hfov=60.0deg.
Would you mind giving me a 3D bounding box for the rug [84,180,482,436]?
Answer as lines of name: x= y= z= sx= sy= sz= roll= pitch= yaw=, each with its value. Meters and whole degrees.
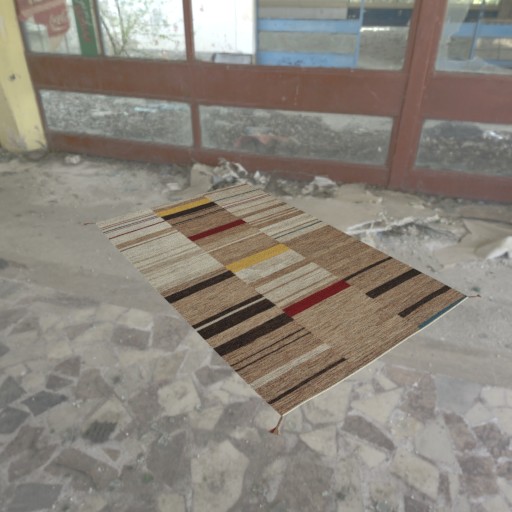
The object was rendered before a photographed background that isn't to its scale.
rug: x=0.000 y=0.000 z=2.398 sx=1.268 sy=0.007 sz=1.918 roll=-21 pitch=37 yaw=-31
